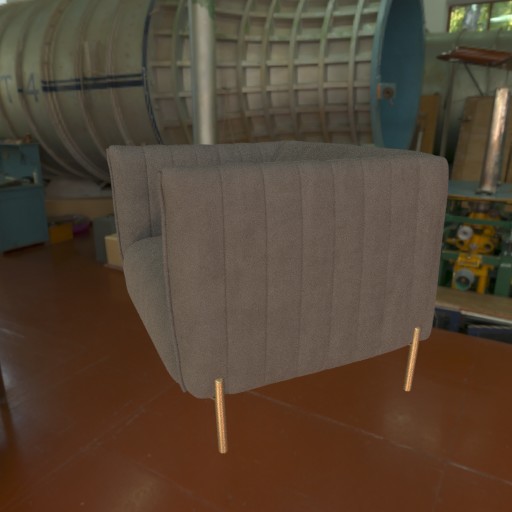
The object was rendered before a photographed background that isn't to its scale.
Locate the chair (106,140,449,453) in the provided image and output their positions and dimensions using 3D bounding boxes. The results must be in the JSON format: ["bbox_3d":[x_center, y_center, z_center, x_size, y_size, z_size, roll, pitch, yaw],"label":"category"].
[{"bbox_3d":[0.000,0.000,1.617,0.873,0.779,0.981,-8,19,-24],"label":"chair"}]
